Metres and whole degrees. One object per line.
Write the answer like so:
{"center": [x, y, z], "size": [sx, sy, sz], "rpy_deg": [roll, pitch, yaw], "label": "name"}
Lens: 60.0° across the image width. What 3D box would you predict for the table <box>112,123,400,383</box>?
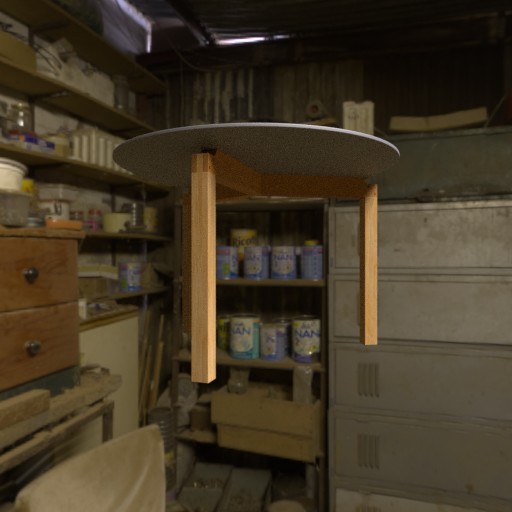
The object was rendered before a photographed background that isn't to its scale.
{"center": [0.000, 0.000, 0.974], "size": [0.600, 0.405, 0.600], "rpy_deg": [0, 0, 0], "label": "table"}
